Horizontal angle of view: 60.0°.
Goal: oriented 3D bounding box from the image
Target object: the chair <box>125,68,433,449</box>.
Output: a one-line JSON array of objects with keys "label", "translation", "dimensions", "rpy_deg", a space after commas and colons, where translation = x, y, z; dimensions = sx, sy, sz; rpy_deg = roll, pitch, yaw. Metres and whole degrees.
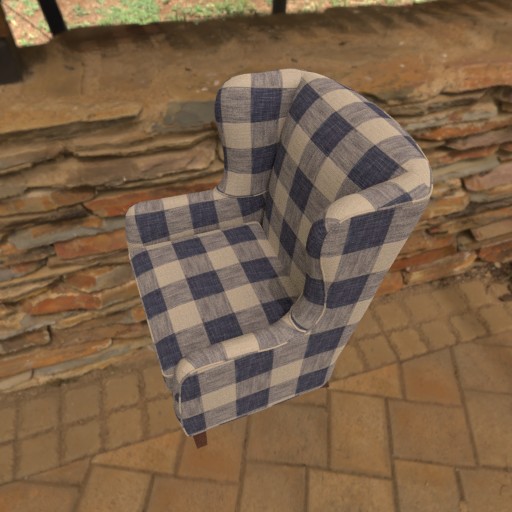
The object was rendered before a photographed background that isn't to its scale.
[{"label": "chair", "translation": [0.000, 0.000, 1.656], "dimensions": [0.889, 1.041, 0.830], "rpy_deg": [-17, 48, -15]}]
